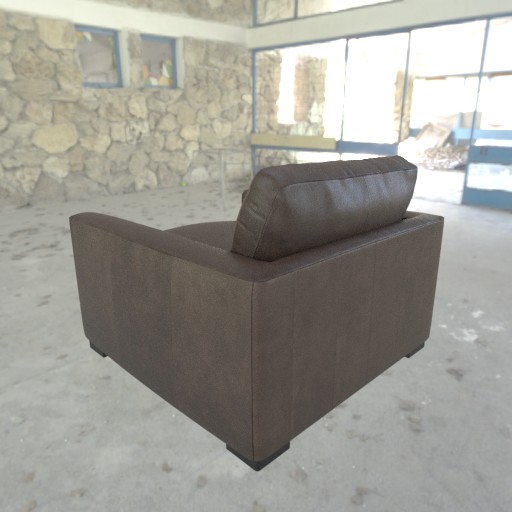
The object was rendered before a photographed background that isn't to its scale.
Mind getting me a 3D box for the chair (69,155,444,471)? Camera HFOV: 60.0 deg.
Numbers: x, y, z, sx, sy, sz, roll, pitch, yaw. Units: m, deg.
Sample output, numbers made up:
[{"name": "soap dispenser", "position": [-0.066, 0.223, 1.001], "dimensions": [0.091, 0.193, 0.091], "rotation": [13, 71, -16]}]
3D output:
[{"name": "chair", "position": [0.000, 0.000, 1.782], "dimensions": [1.100, 0.812, 1.069], "rotation": [-16, 23, -42]}]
